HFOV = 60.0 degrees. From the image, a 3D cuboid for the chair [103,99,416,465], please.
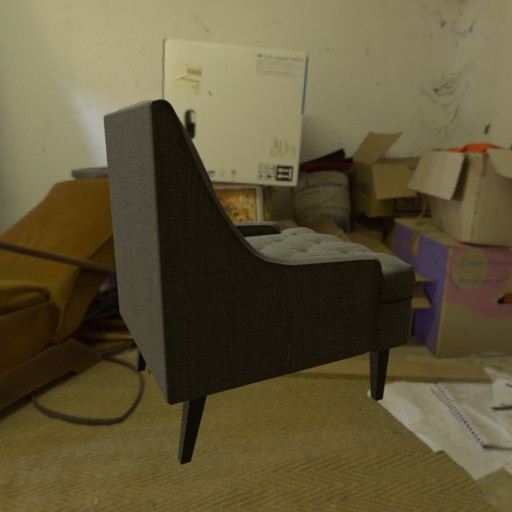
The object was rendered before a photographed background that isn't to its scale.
[{"bbox_3d":[0.000,0.000,1.404,0.771,0.891,0.655,-7,16,-25],"label":"chair"}]
